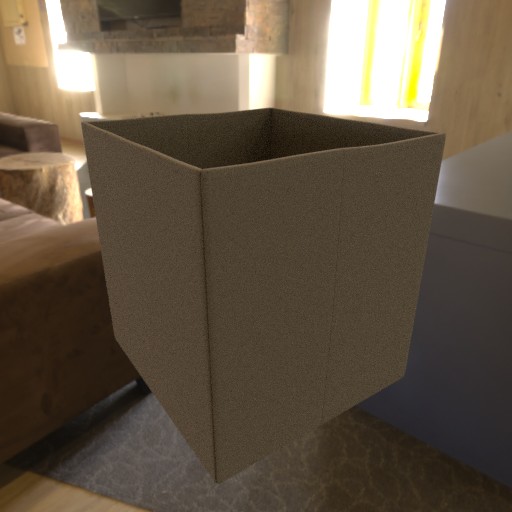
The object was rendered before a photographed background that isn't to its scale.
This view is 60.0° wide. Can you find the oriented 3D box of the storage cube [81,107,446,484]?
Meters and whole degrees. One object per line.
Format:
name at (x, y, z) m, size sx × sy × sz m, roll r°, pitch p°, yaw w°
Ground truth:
storage cube at (0.000, 0.000, 0.494) m, size 0.270 × 0.280 × 0.270 m, roll -16°, pitch 29°, yaw -31°
